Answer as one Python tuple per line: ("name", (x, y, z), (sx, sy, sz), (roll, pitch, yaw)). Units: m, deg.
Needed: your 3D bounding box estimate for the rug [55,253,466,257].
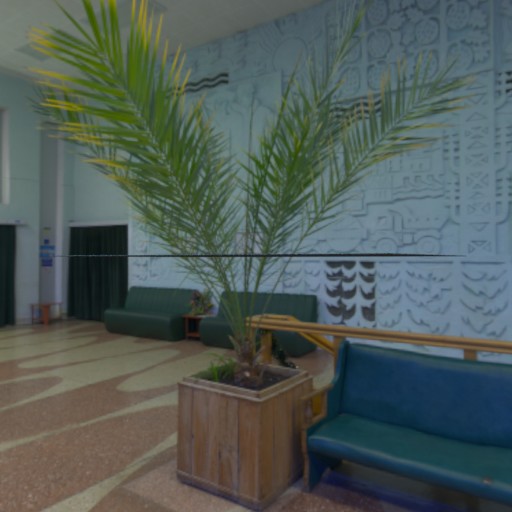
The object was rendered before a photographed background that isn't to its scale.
("rug", (0.000, 0.000, 4.265), (3.371, 0.008, 2.190), (0, 0, 35))
